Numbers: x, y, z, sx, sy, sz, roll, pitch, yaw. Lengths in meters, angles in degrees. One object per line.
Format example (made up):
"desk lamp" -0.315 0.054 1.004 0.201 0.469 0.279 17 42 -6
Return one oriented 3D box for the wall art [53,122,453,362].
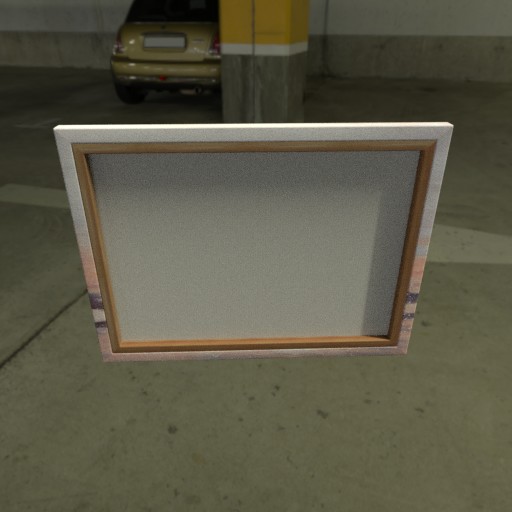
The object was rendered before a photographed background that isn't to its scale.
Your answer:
"wall art" 0.000 0.000 1.316 1.015 0.763 0.038 -1 28 -2
